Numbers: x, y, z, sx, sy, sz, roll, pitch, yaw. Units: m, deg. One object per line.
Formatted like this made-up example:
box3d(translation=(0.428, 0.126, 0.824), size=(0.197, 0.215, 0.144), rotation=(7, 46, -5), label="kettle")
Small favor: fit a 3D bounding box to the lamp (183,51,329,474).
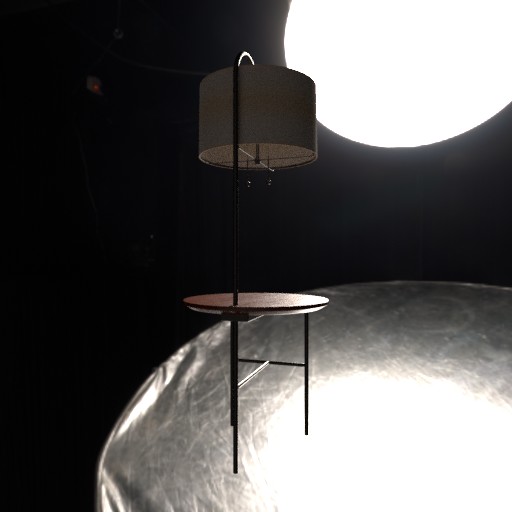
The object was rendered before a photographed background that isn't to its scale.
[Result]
box3d(translation=(0.000, 0.000, 1.768), size=(0.573, 1.517, 0.573), rotation=(0, 0, 0), label="lamp")
